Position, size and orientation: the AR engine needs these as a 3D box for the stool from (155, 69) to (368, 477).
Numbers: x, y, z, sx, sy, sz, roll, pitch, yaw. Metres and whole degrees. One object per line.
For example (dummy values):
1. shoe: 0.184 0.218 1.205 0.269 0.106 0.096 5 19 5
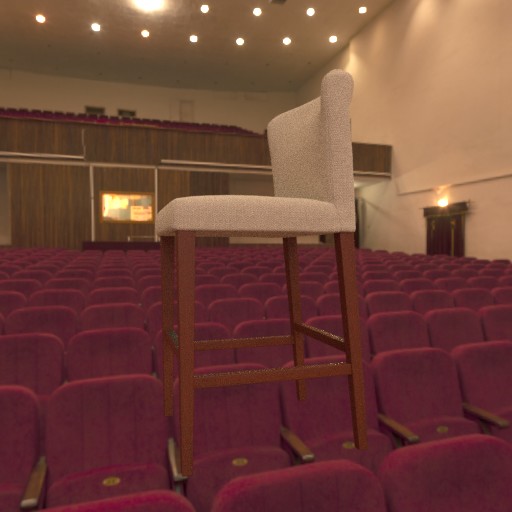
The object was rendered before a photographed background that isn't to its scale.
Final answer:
1. stool: 0.000 0.000 1.355 0.568 1.069 0.481 0 1 -17
